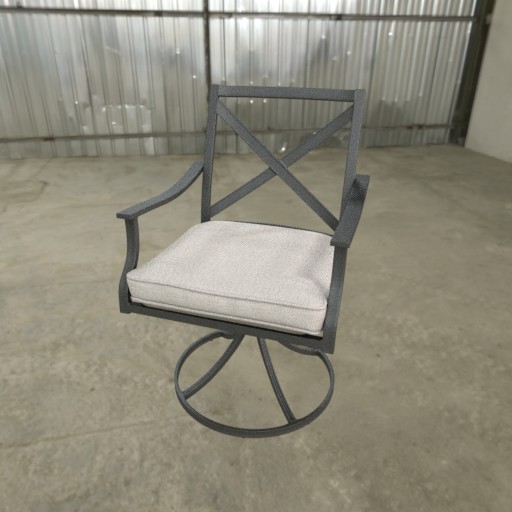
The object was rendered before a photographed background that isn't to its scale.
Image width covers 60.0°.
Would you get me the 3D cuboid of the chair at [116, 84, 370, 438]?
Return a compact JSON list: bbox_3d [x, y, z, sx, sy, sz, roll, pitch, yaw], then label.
[{"bbox_3d":[0.000,0.000,1.310,0.575,0.889,0.620,8,27,16],"label":"chair"}]
